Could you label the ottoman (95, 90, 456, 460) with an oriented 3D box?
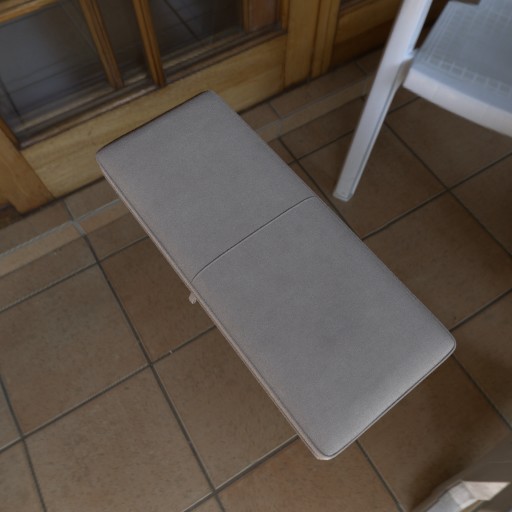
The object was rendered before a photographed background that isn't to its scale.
[{"bbox_3d":[0.000,0.000,2.076,0.735,0.460,1.726,-35,70,-15],"label":"ottoman"}]
